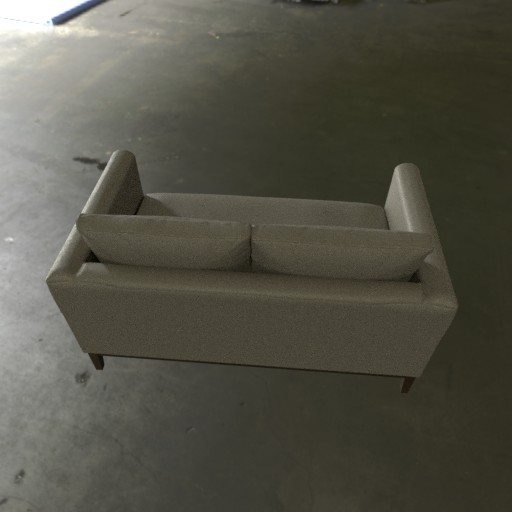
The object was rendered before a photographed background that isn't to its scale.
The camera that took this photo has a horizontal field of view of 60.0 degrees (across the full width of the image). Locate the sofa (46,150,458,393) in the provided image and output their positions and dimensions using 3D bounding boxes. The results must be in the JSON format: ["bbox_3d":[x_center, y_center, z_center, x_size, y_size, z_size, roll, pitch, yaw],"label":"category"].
[{"bbox_3d":[0.000,0.000,2.146,1.598,0.873,0.899,3,47,3],"label":"sofa"}]
